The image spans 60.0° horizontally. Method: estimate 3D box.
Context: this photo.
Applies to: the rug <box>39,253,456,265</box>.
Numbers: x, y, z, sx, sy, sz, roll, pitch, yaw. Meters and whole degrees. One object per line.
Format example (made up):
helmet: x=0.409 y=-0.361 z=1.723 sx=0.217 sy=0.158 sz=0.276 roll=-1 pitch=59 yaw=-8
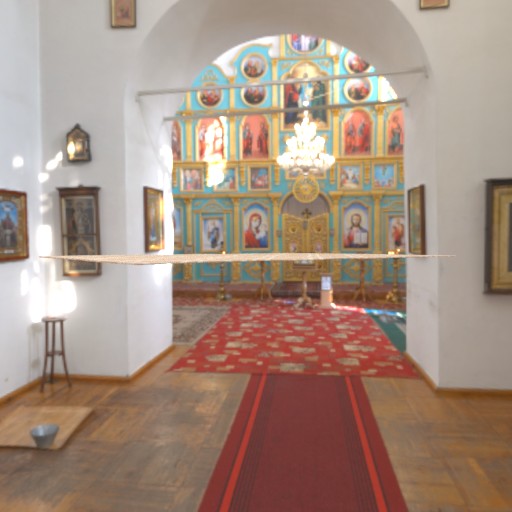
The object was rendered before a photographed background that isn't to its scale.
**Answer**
rug: x=0.000 y=0.000 z=2.194 sx=1.745 sy=0.010 sz=1.146 roll=-1 pitch=2 yaw=-38
